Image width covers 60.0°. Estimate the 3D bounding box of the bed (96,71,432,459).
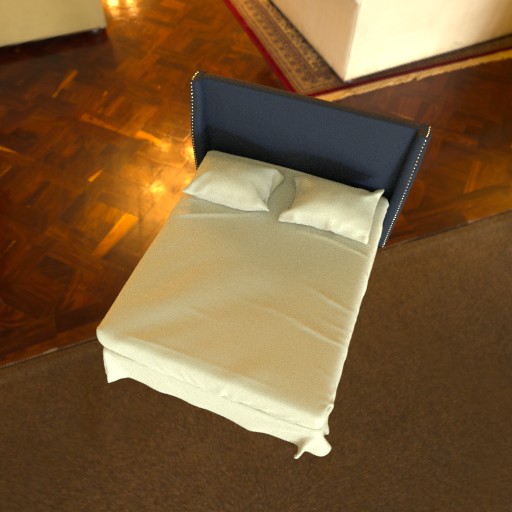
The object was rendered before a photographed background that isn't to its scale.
[{"bbox_3d":[0.000,0.000,3.382,1.925,1.332,2.276,18,58,11],"label":"bed"}]
